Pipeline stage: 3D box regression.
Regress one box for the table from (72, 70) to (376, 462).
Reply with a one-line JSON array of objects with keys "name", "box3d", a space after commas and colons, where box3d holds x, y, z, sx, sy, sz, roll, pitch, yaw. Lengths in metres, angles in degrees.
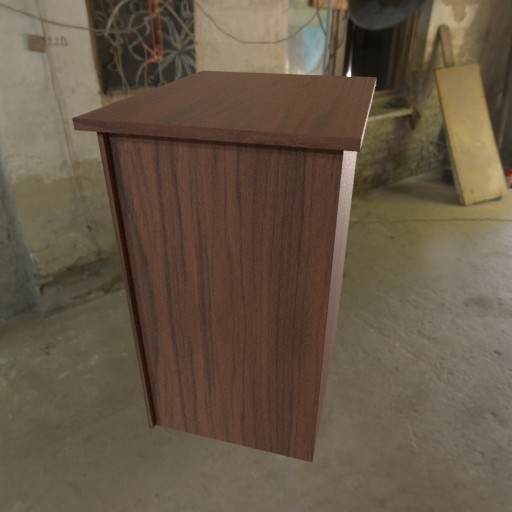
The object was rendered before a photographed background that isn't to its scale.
[{"name": "table", "box3d": [0.000, 0.000, 0.910, 0.381, 0.636, 0.480, 8, 31, 13]}]
